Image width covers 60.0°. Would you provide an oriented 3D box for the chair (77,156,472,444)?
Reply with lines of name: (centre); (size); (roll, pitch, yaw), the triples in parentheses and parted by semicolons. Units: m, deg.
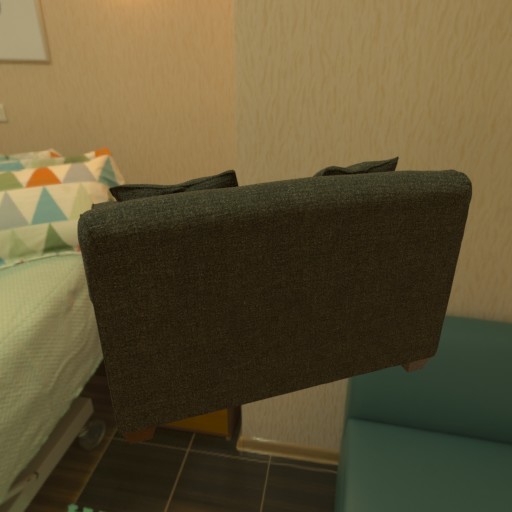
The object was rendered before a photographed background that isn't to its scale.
chair: (0.000, 0.000, 2.010); (1.383, 0.948, 1.000); (-9, 28, -17)
